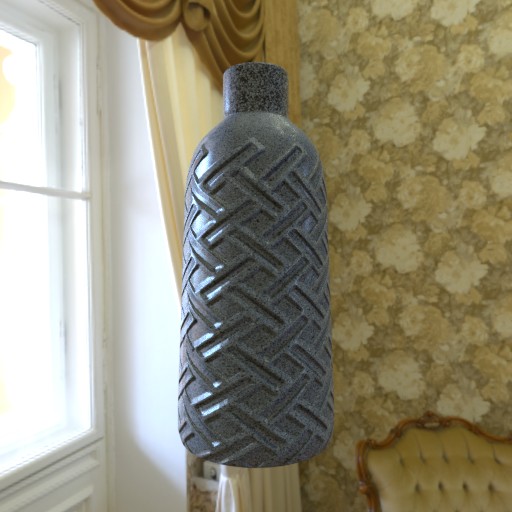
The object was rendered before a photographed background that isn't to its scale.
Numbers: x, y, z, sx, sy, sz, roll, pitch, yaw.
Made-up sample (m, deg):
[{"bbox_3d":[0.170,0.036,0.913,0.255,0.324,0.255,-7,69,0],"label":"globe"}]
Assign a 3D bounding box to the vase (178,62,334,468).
[{"bbox_3d":[0.000,0.000,0.348,0.122,0.282,0.122,0,1,0],"label":"vase"}]
